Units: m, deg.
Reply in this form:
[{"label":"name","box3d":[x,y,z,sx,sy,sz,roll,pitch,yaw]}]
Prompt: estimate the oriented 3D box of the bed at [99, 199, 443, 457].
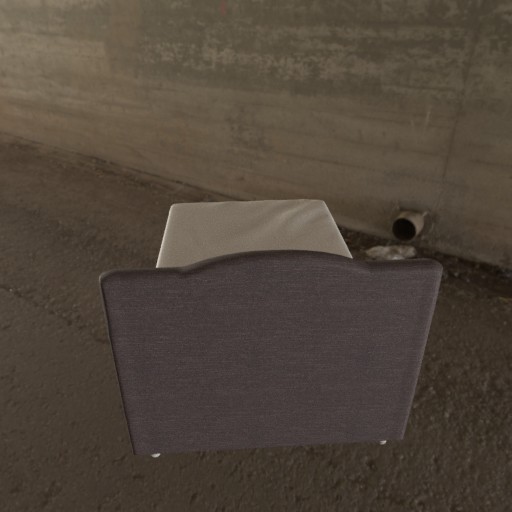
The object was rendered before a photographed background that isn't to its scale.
[{"label":"bed","box3d":[0.000,0.000,3.516,1.741,1.441,2.507,-2,30,-3]}]
